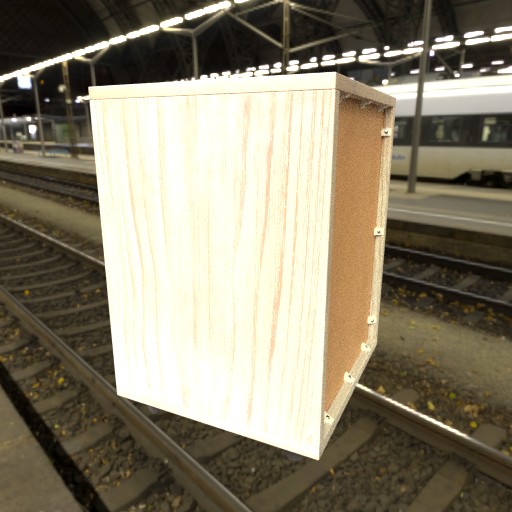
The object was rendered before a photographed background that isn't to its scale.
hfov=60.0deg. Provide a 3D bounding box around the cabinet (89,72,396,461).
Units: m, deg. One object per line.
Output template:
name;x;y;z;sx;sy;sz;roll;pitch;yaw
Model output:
cabinet;0.000;0.000;0.838;0.401;0.579;0.409;7;17;25
